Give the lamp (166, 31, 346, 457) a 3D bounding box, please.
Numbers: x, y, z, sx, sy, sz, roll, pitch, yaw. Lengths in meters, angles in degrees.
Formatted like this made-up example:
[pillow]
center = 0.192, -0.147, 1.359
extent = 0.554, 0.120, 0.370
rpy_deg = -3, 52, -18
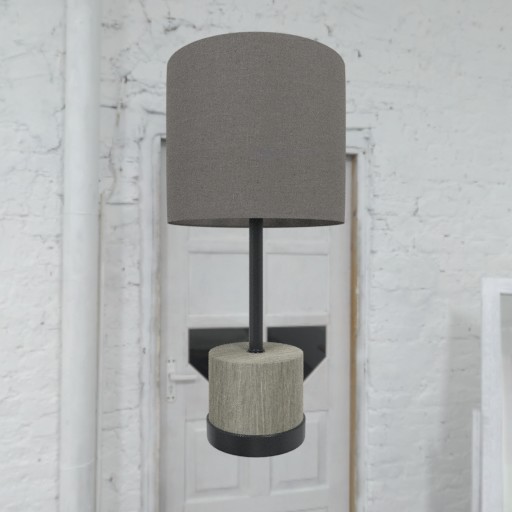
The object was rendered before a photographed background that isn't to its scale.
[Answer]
[lamp]
center = 0.000, 0.000, 0.577
extent = 0.229, 0.470, 0.229
rpy_deg = -1, 1, -36
